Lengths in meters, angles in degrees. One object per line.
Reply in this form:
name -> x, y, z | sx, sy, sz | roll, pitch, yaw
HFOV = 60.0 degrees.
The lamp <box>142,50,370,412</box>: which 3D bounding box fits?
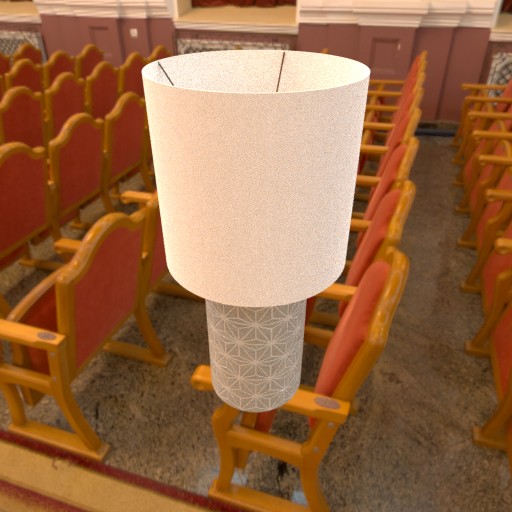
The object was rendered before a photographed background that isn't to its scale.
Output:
lamp -> 0.000, 0.000, 0.522 | 0.206, 0.416, 0.206 | 11, 34, 16
